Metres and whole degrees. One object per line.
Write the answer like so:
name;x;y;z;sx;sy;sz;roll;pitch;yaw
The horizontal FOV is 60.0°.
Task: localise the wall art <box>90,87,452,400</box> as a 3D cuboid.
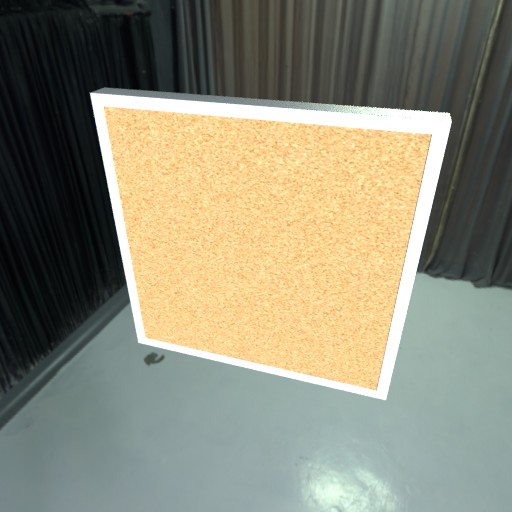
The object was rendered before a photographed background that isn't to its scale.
wall art;0.000;0.000;0.750;0.506;0.505;0.038;9;34;14
